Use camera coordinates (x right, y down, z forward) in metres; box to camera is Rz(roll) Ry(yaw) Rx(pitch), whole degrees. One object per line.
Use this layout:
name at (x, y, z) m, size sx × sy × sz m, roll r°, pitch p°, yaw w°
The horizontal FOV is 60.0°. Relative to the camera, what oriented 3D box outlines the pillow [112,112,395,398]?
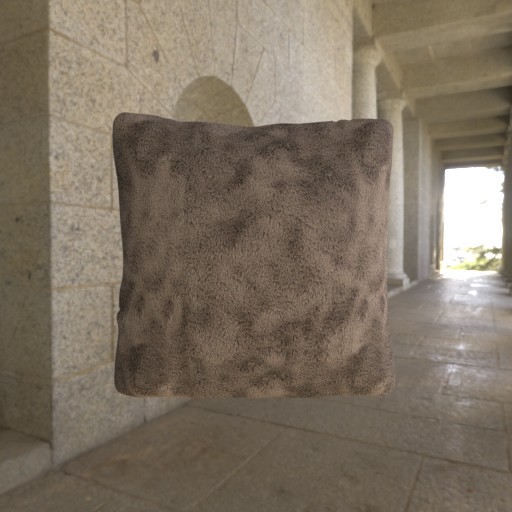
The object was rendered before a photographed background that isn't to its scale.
pillow at (0.000, 0.000, 0.805) m, size 0.522 × 0.520 × 0.204 m, roll 0°, pitch 1°, yaw -2°
